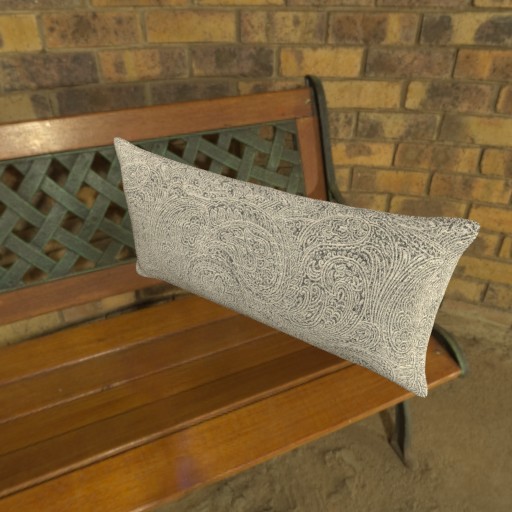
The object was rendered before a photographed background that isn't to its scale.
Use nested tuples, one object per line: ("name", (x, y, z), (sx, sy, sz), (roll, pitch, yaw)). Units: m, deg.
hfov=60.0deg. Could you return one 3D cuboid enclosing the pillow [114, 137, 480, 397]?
("pillow", (0.000, 0.000, 0.727), (0.615, 0.295, 0.151), (19, 36, 28))
